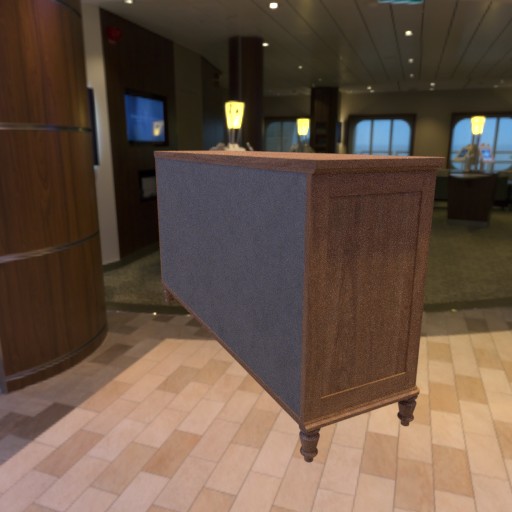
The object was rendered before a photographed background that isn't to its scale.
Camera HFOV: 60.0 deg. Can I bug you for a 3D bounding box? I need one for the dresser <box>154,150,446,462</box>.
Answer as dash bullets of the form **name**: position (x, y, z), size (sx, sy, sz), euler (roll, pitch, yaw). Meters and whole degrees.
- **dresser**: position (0.000, 0.000, 1.975), size (0.468, 0.892, 1.583), euler (-7, 16, -26)
